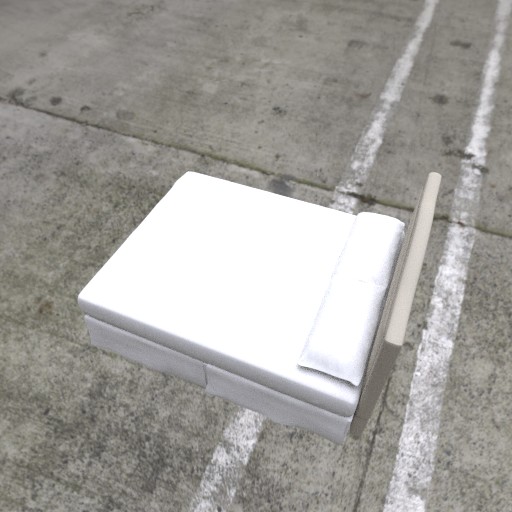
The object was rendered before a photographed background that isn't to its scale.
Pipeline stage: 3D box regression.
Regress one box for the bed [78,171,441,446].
[{"bbox_3d":[0.000,0.000,3.757,2.477,1.437,1.977,17,50,15],"label":"bed"}]
